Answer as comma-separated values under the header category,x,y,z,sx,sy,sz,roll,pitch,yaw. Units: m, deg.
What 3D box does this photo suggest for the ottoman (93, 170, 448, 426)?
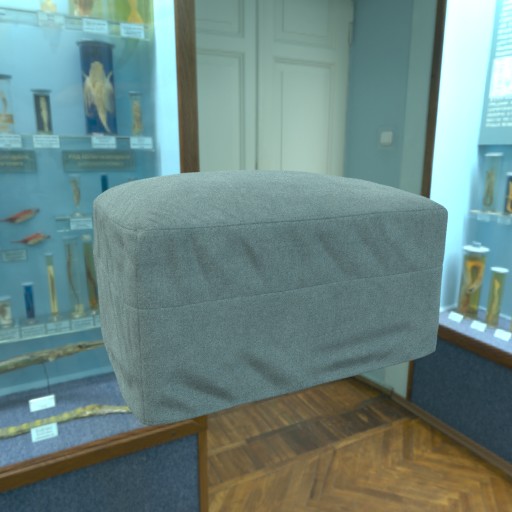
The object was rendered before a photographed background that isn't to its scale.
category,x,y,z,sx,sy,sz,roll,pitch,yaw
ottoman,0.000,0.000,1.265,0.837,0.481,0.683,-6,14,-25
